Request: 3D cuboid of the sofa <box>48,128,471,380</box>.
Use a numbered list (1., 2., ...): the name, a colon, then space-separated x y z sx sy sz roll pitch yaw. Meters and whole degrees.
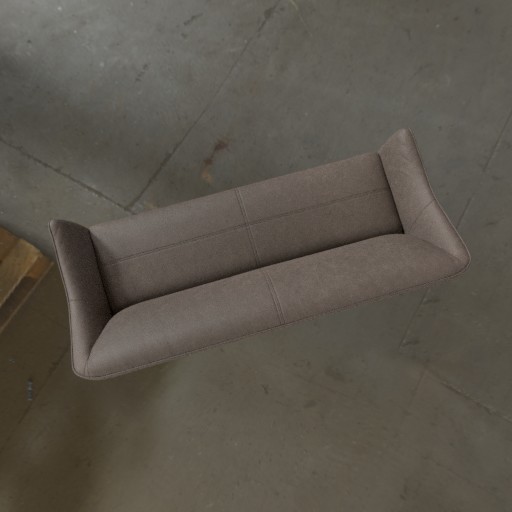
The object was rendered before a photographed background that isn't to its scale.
1. sofa: 0.000 0.000 2.355 1.928 0.831 0.869 -15 76 -4
